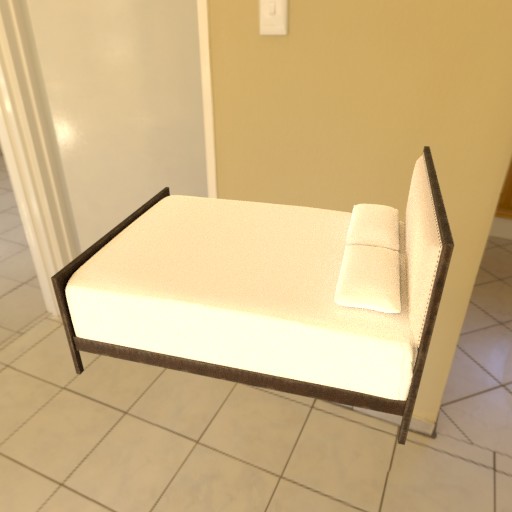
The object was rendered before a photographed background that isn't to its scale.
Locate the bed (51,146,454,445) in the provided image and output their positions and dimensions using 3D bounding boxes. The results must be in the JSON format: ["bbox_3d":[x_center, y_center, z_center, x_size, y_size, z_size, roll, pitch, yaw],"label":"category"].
[{"bbox_3d":[0.000,0.000,3.172,2.221,1.313,1.607,8,30,13],"label":"bed"}]
